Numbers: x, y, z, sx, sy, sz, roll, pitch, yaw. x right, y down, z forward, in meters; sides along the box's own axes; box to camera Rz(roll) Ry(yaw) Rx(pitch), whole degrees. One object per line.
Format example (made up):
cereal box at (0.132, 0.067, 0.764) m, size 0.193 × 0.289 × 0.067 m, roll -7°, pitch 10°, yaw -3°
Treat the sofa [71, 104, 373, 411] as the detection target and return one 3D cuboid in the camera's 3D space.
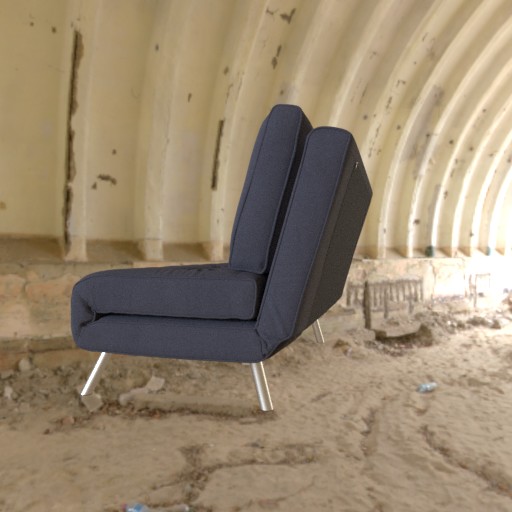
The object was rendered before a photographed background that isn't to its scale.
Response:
sofa at (0.000, 0.000, 1.868) m, size 0.910 × 0.910 × 1.220 m, roll 0°, pitch 0°, yaw 17°
